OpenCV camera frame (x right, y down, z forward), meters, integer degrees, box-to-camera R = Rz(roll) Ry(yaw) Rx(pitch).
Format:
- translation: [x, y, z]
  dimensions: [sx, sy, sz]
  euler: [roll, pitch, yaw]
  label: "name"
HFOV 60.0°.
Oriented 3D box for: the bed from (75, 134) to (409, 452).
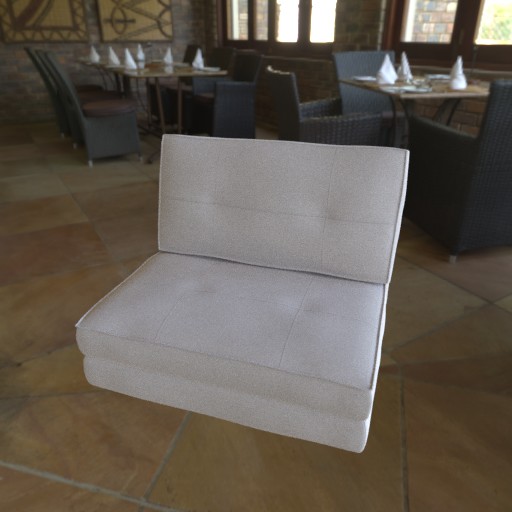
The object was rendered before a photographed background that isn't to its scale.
- translation: [0.000, 0.000, 1.324]
  dimensions: [0.799, 0.614, 0.749]
  euler: [8, 28, 16]
  label: "bed"
